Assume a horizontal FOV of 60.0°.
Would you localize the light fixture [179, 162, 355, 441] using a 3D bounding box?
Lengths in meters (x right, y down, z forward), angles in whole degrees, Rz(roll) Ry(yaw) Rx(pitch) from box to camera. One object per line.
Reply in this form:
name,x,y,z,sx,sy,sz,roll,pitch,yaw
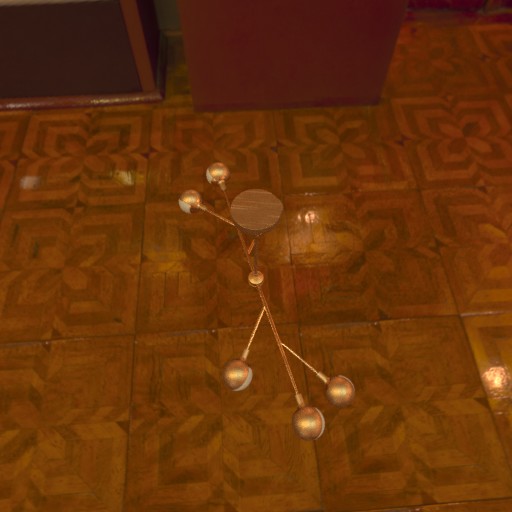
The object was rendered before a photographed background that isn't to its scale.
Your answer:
light fixture,0.000,0.000,1.035,0.434,0.362,0.778,-2,59,-1
